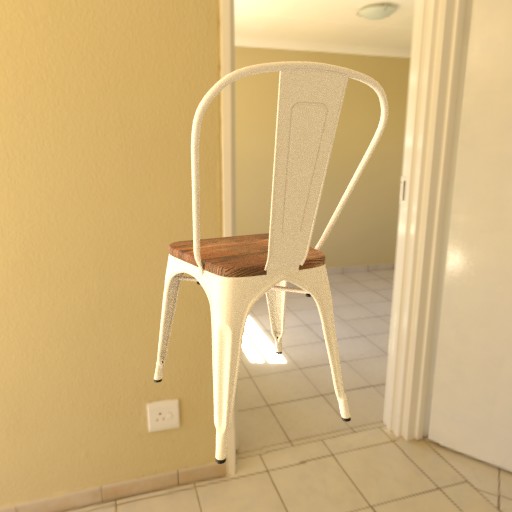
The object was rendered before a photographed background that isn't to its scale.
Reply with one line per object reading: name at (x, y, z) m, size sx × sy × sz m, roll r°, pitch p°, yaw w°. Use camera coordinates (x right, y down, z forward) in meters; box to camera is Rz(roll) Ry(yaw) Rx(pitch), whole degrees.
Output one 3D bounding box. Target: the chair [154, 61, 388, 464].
chair at (0.000, 0.000, 1.147) m, size 0.452 × 0.851 × 0.521 m, roll -7°, pitch 15°, yaw -26°
